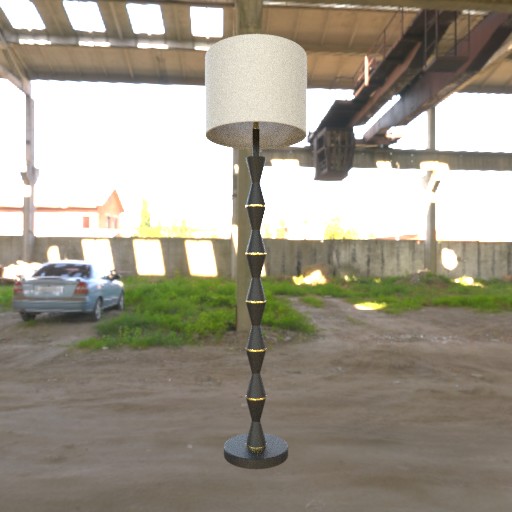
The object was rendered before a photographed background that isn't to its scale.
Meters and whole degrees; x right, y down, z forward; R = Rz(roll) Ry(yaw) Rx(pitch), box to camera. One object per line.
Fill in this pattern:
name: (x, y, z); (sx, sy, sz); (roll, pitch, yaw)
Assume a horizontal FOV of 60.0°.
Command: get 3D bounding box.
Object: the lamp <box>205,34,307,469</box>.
lamp: (0.000, 0.000, 1.662); (0.381, 1.480, 0.381); (0, -1, -37)
